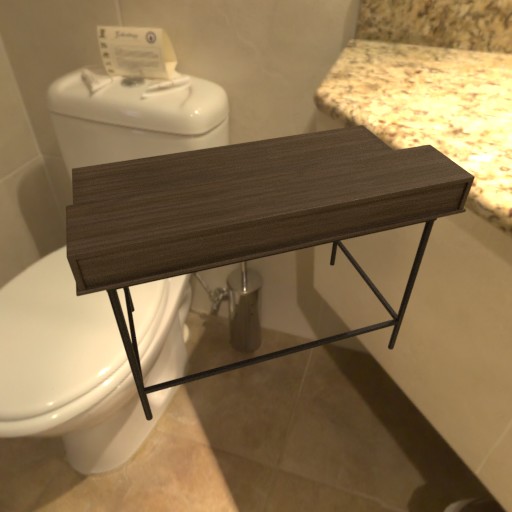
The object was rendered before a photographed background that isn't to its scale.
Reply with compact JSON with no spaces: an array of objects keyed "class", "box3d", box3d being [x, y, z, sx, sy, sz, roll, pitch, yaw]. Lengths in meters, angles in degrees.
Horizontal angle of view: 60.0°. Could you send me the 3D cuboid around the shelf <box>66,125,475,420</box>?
[{"class":"shelf","box3d":[0.000,0.000,1.744,1.212,0.865,0.685,-12,42,-14]}]
